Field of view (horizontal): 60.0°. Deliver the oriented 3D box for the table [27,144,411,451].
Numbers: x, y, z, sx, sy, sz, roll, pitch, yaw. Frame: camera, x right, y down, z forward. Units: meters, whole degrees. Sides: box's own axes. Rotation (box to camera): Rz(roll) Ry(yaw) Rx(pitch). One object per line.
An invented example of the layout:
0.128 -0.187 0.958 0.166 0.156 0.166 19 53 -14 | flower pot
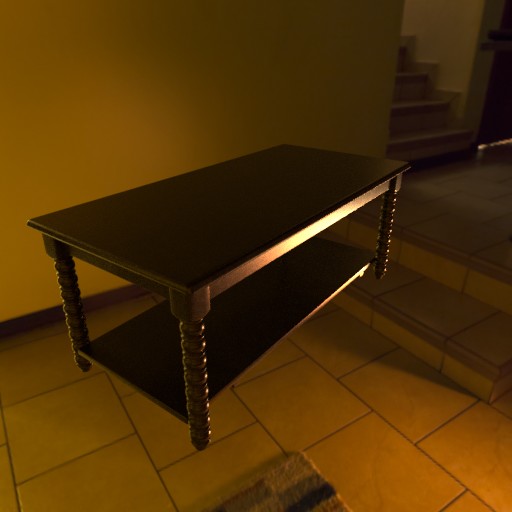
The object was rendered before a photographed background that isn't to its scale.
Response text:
0.000 0.000 1.484 0.580 0.487 1.171 18 31 33 | table
